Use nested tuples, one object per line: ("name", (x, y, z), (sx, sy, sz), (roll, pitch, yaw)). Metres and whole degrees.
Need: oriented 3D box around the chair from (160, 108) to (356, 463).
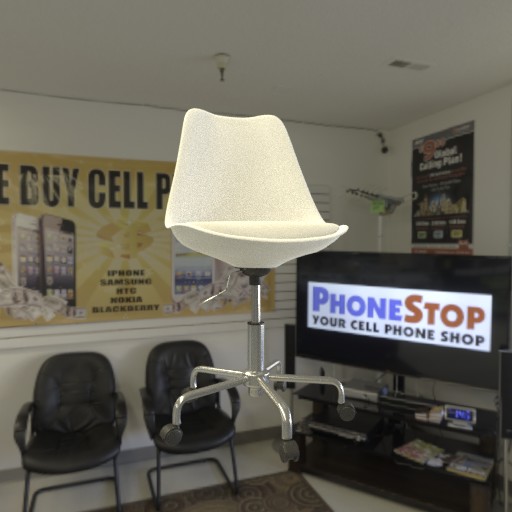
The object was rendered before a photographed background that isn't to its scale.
("chair", (0.000, 0.000, 1.243), (0.550, 0.930, 0.550), (-1, 2, -17))
